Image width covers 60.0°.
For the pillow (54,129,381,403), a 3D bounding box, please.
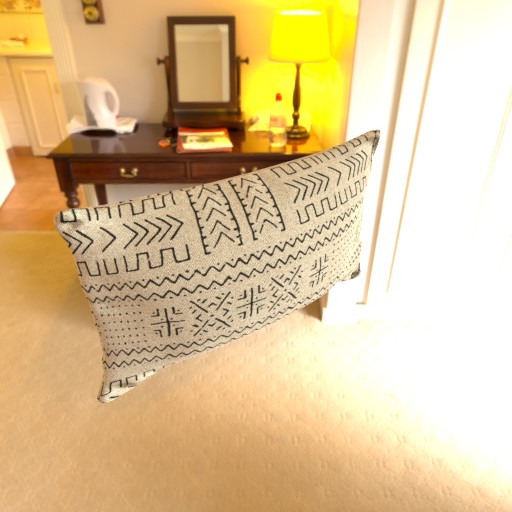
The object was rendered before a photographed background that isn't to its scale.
[{"bbox_3d":[0.000,0.000,0.800,0.637,0.352,0.188,-22,38,-31],"label":"pillow"}]
